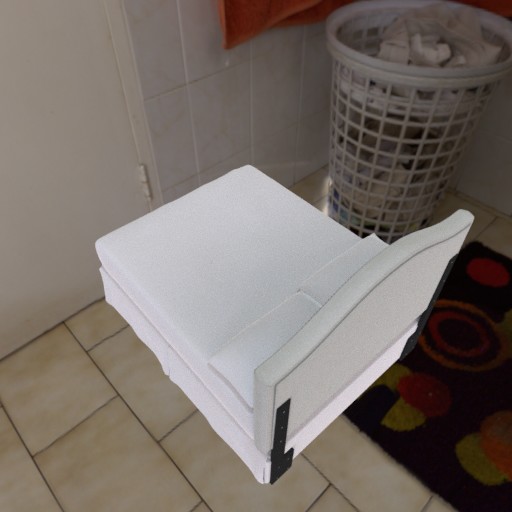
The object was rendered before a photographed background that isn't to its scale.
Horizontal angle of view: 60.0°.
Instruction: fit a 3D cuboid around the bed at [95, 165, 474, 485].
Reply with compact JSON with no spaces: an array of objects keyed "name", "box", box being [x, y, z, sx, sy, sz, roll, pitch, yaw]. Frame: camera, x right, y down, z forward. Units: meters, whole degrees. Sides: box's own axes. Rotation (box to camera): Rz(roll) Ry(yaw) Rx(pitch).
[{"name":"bed","box":[0.000,0.000,3.320,1.813,1.607,2.180,-32,54,-27]}]
